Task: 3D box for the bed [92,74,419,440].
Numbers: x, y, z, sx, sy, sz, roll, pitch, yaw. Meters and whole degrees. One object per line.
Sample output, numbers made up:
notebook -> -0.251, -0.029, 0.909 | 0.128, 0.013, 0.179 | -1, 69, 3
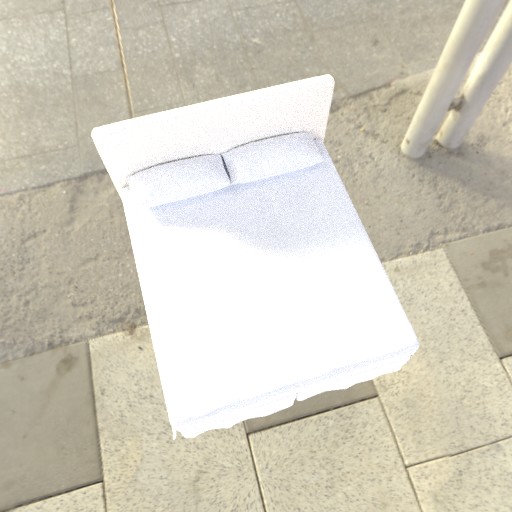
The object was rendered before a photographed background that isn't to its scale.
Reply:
bed -> 0.000, 0.000, 3.703 | 2.119, 1.317, 2.341 | -16, 65, -8
